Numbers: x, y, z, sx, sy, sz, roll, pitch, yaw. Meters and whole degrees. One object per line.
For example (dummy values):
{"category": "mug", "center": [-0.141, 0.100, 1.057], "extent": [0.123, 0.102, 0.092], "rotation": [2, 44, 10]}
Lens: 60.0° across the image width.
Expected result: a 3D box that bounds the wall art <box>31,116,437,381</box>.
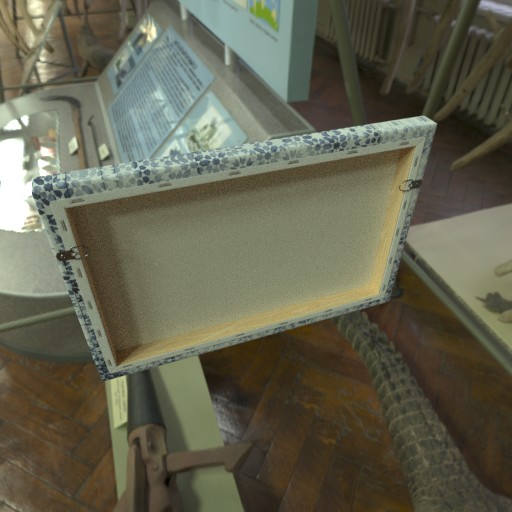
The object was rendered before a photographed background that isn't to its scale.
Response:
{"category": "wall art", "center": [0.000, 0.000, 1.156], "extent": [0.911, 0.608, 0.057], "rotation": [-13, 41, -15]}
